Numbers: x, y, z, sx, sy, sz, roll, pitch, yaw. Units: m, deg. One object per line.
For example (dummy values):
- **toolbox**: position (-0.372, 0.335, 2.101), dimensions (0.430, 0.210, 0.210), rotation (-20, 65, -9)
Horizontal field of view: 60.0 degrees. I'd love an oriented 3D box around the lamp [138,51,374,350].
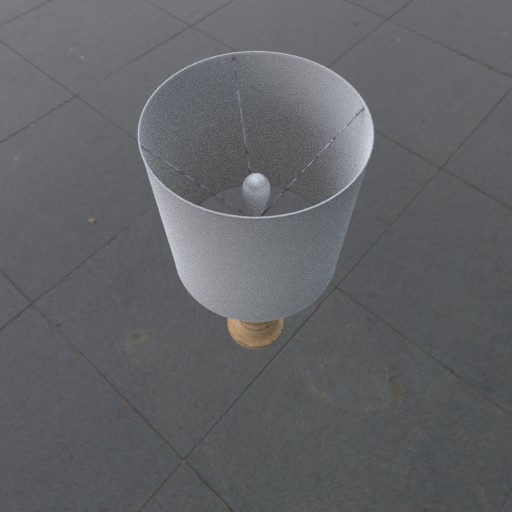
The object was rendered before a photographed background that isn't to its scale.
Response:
- **lamp**: position (0.000, 0.000, 0.589), dimensions (0.208, 0.455, 0.208), rotation (-30, 63, -17)
